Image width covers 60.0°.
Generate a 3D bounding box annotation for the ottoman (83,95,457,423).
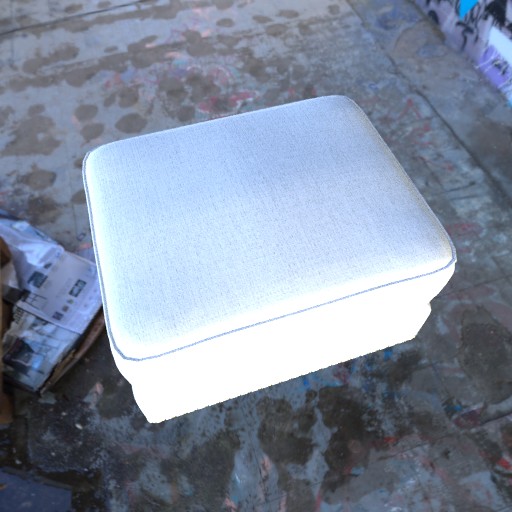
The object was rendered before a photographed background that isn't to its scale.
[{"bbox_3d":[0.000,0.000,1.143,0.738,0.537,0.589,-15,59,-10],"label":"ottoman"}]
